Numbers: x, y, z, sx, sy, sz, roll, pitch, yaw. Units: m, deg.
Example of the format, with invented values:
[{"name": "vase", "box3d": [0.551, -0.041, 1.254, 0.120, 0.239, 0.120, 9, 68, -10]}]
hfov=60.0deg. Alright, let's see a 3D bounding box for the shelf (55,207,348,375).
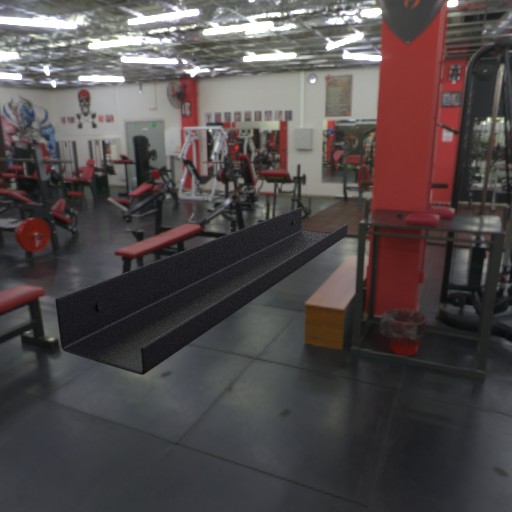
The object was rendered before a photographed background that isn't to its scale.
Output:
[{"name": "shelf", "box3d": [0.000, 0.000, 0.648, 0.102, 0.053, 0.605, 8, 17, 26]}]
